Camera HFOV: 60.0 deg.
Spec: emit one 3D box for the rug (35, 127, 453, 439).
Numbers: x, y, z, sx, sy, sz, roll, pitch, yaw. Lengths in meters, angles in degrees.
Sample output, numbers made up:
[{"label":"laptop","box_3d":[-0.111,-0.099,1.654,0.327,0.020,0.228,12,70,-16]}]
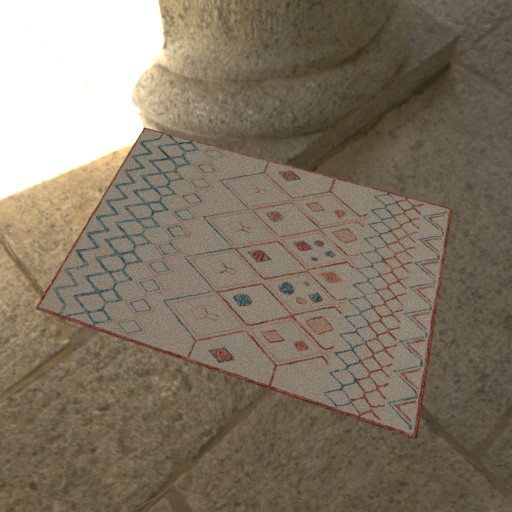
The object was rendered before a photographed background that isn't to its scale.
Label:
[{"label":"rug","box_3d":[0.000,0.000,2.258,1.829,0.016,1.219,17,64,8]}]
